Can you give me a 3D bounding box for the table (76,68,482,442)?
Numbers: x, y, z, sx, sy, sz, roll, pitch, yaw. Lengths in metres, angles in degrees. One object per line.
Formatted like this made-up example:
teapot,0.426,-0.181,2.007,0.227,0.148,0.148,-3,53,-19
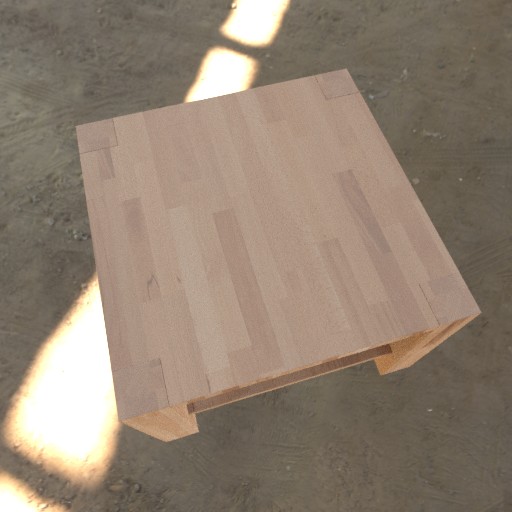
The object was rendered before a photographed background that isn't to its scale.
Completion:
table,0.000,0.000,1.160,0.700,0.451,0.700,-15,64,-7
